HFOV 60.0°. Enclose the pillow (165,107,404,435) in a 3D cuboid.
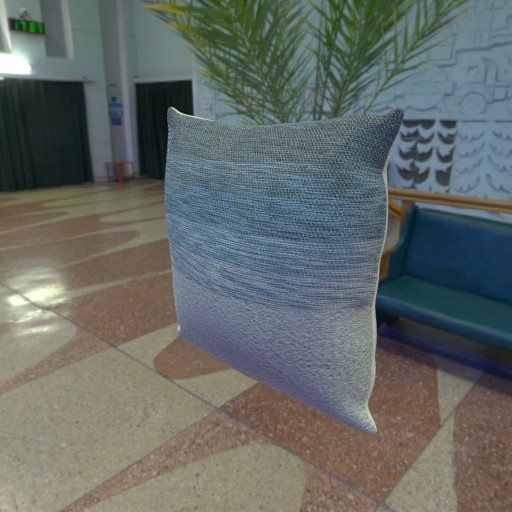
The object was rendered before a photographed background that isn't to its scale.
[{"bbox_3d":[0.000,0.000,0.683,0.440,0.441,0.182,16,23,41],"label":"pillow"}]
